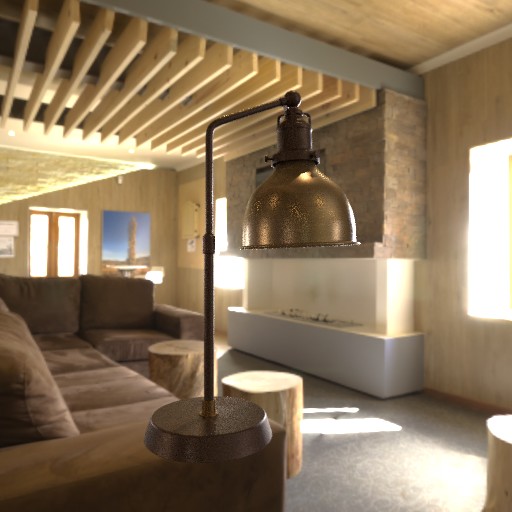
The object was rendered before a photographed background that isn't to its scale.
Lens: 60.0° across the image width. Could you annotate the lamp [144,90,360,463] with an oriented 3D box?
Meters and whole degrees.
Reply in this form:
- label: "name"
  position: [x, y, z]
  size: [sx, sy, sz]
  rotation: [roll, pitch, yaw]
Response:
- label: "lamp"
  position: [0.000, 0.000, 0.607]
  size: [0.298, 0.469, 0.175]
  rotation: [0, 0, -17]
